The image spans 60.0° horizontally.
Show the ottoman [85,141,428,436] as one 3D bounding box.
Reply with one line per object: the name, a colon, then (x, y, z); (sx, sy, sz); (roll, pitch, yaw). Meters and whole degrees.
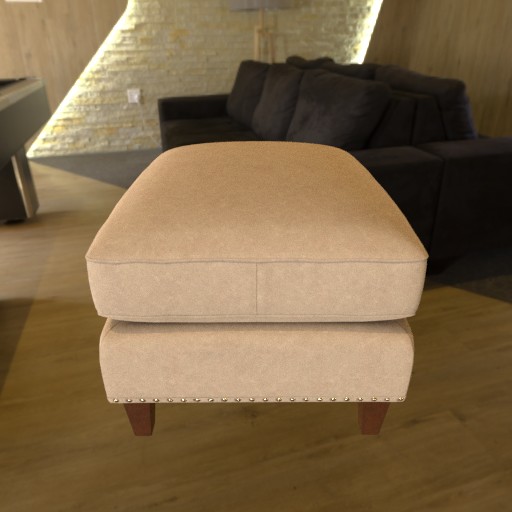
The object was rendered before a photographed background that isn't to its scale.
ottoman: (0.000, 0.000, 1.120); (0.584, 0.513, 0.741); (0, 26, 0)
